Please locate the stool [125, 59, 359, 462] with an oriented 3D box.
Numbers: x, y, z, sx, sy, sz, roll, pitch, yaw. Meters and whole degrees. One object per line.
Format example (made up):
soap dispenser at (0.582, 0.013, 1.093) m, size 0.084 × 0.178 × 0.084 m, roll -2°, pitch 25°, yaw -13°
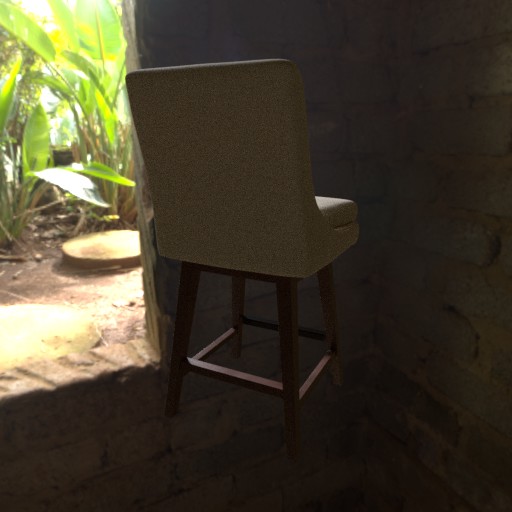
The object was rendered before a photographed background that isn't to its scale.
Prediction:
stool at (0.000, 0.000, 1.309) m, size 0.483 × 0.991 × 0.559 m, roll 8°, pitch 18°, yaw 26°
